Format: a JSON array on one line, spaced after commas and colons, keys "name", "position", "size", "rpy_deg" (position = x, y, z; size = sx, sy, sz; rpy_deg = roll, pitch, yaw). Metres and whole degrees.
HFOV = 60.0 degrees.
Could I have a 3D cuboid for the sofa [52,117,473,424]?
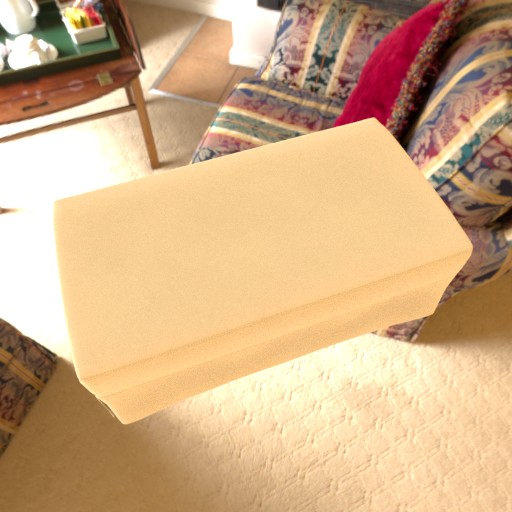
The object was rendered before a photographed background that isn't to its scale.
[{"name": "sofa", "position": [0.000, 0.000, 2.095], "size": [1.677, 0.552, 0.939], "rpy_deg": [-17, 59, -11]}]
